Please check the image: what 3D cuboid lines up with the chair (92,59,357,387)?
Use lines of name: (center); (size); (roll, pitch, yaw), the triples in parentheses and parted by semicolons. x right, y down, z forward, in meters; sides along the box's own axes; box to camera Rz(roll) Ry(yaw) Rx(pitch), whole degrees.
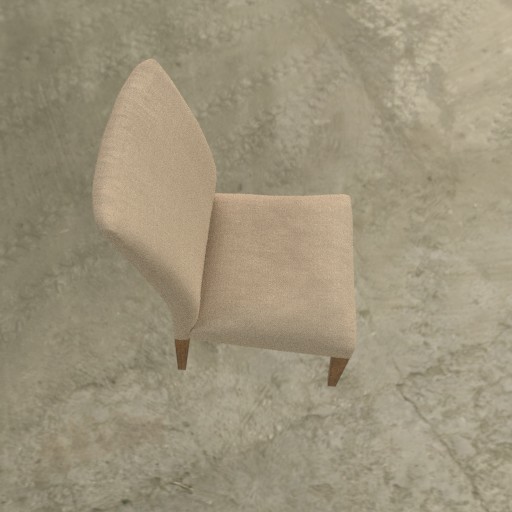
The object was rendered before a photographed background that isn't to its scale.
chair: (0.000, 0.000, 1.241); (0.585, 0.940, 0.496); (3, 63, 2)
